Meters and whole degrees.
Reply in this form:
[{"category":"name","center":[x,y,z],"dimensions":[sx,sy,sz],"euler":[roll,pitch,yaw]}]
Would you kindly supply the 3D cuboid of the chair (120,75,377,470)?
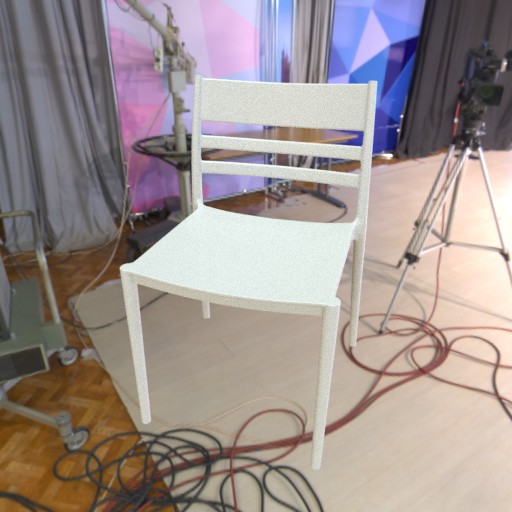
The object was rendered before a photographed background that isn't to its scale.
[{"category":"chair","center":[0.000,0.000,1.118],"dimensions":[0.531,0.800,0.511],"euler":[8,29,15]}]
